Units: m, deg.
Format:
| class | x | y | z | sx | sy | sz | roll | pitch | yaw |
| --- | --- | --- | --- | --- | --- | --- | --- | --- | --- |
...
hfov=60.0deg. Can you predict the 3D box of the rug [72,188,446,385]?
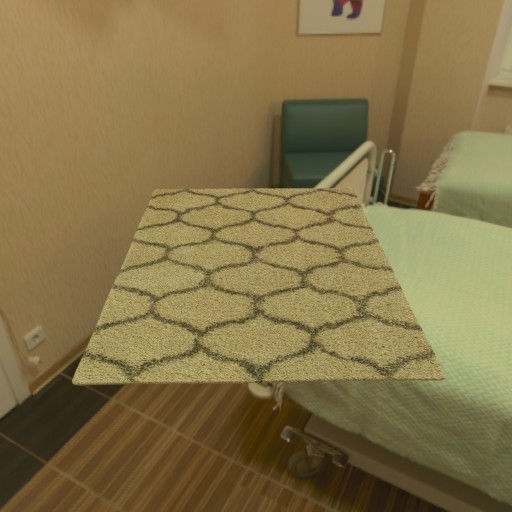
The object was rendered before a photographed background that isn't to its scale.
| class | x | y | z | sx | sy | sz | roll | pitch | yaw |
| --- | --- | --- | --- | --- | --- | --- | --- | --- | --- |
| rug | 0.000 | 0.000 | 4.080 | 2.399 | 0.026 | 3.000 | -1 | 32 | -1 |
